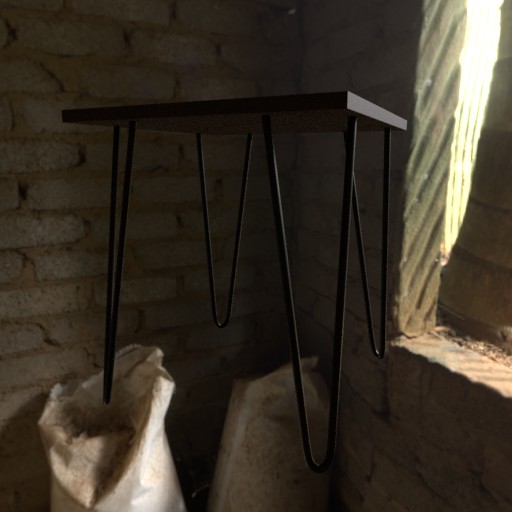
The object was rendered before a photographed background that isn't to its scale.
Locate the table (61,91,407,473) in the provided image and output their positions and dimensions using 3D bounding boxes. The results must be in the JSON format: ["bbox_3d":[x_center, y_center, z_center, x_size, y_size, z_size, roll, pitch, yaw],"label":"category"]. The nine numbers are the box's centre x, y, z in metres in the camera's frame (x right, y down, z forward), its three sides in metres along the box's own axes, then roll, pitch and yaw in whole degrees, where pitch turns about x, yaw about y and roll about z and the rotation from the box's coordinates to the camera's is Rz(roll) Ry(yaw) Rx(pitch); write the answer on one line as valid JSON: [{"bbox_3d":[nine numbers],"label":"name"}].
[{"bbox_3d":[0.000,0.000,0.924,0.495,0.559,0.495,6,14,26],"label":"table"}]
